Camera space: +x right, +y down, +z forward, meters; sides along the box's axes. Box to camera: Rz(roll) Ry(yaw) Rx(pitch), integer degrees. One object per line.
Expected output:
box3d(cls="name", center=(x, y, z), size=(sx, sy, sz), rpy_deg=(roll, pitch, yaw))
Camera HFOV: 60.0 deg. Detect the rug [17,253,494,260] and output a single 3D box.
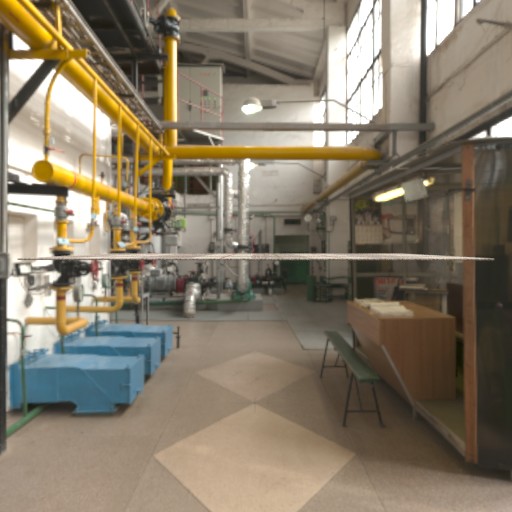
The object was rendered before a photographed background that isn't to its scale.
box3d(cls="rug", center=(0.000, 0.000, 3.043), size=(2.464, 0.010, 1.549), rpy_deg=(0, 1, 1))
